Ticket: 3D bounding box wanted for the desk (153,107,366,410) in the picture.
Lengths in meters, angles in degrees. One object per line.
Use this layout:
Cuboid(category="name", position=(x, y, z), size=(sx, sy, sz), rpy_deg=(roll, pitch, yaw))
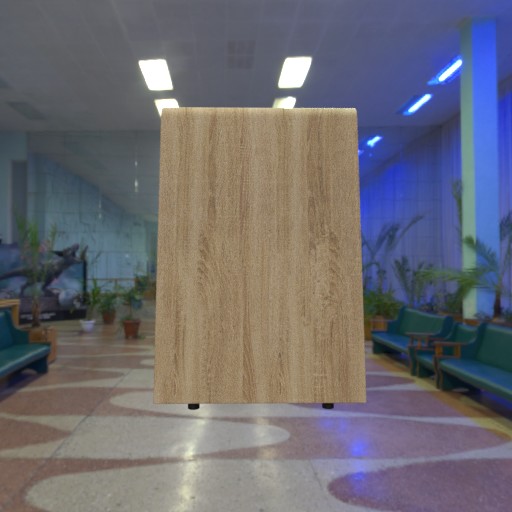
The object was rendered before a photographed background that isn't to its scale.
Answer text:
Cuboid(category="desk", position=(0.000, 0.000, 1.695), size=(0.500, 0.750, 1.300), rpy_deg=(0, -1, -1))
